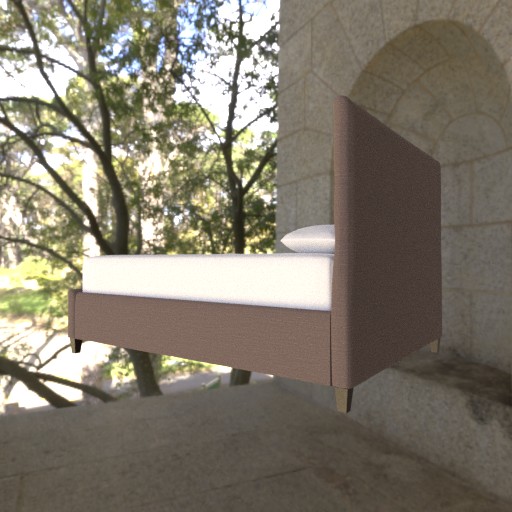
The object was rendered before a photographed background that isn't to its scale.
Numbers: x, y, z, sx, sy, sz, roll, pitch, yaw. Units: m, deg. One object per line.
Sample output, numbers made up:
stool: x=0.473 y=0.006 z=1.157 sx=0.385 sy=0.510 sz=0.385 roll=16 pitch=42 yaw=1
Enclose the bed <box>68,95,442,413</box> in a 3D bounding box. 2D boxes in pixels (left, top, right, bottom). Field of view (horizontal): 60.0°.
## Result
bed: x=0.000 y=0.000 z=3.283 sx=2.233 sy=1.426 sz=1.696 roll=0 pitch=-1 yaw=36
